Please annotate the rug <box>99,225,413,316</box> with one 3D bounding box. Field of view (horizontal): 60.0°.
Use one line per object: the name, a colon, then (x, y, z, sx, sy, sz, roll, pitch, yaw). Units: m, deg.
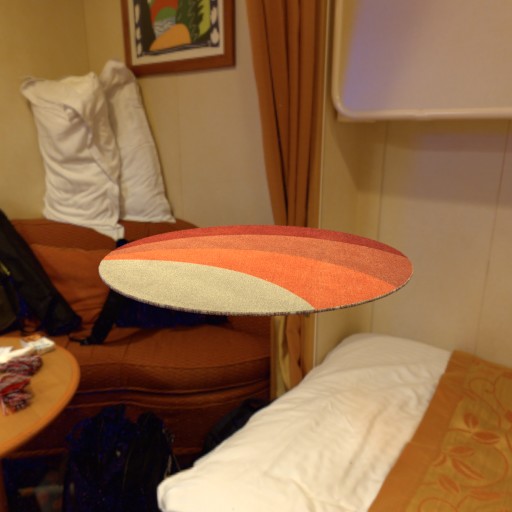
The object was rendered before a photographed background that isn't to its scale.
rug: (0.000, 0.000, 2.253, 1.514, 0.015, 1.514, 0, 16, 0)
